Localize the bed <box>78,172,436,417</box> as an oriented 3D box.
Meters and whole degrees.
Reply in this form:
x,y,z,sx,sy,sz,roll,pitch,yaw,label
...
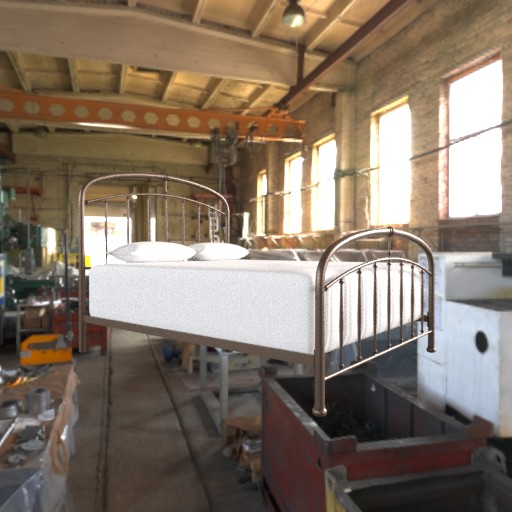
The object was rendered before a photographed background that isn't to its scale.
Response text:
x,y,z,sx,sy,sz,roll,pitch,yaw,label
0.000,0.000,3.382,2.168,1.475,1.711,1,1,39,bed
